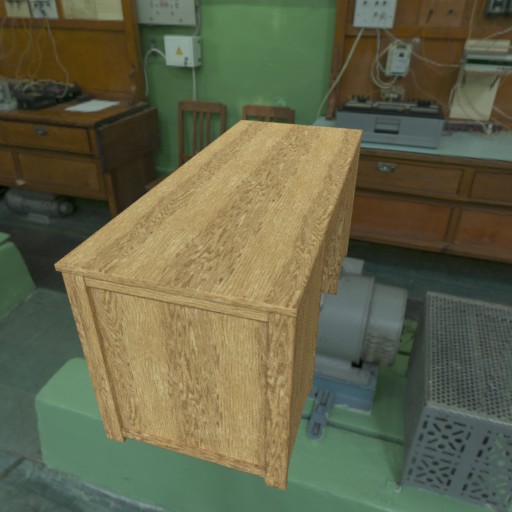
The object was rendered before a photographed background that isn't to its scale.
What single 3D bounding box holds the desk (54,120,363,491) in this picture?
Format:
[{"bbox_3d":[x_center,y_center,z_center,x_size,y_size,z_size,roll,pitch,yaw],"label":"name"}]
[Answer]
[{"bbox_3d":[0.000,0.000,1.953,0.685,0.751,1.567,9,33,15],"label":"desk"}]
